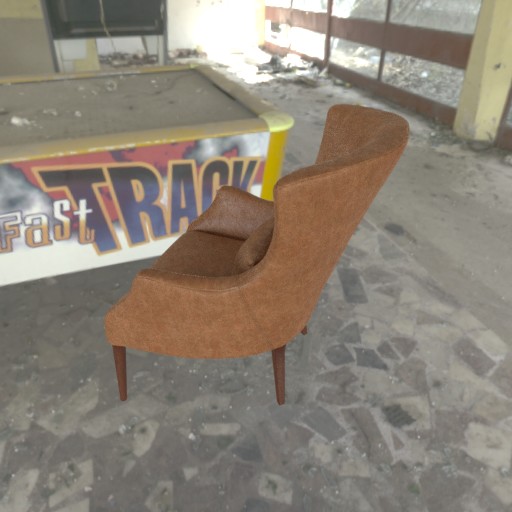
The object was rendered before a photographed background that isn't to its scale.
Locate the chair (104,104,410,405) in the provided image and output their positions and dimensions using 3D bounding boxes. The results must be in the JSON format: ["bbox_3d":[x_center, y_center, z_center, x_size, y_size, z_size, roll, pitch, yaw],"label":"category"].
[{"bbox_3d":[0.000,0.000,1.712,0.955,1.067,0.846,10,33,15],"label":"chair"}]
